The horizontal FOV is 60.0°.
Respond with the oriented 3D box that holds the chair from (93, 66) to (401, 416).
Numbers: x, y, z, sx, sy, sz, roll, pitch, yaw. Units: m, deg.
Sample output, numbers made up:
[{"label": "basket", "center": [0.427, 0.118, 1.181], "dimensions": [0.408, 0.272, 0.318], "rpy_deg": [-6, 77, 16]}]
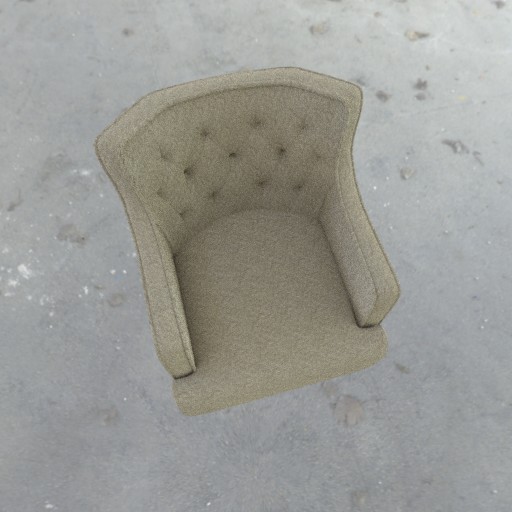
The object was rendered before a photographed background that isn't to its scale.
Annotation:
[{"label": "chair", "center": [0.000, 0.000, 1.645], "dimensions": [0.820, 0.920, 0.910], "rpy_deg": [-14, 64, -7]}]
